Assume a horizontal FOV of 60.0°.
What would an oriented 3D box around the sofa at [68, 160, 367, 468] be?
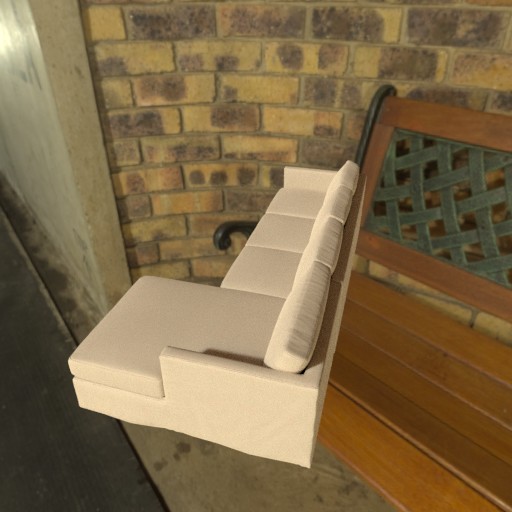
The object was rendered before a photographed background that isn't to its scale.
[{"bbox_3d":[0.000,0.000,3.904,1.622,0.871,3.206,9,33,14],"label":"sofa"}]
